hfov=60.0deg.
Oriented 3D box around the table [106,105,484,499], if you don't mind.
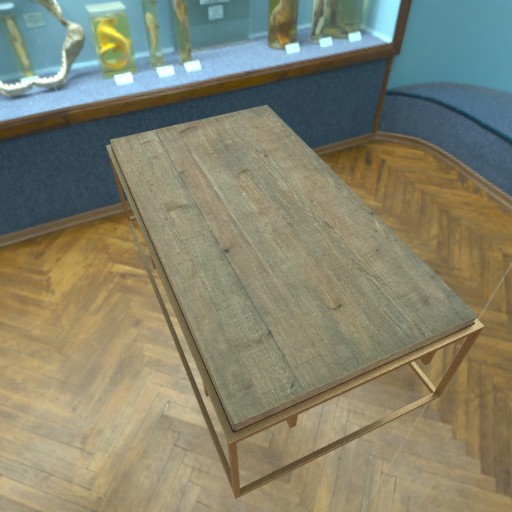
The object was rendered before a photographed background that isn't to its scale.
[{"bbox_3d":[0.000,0.000,1.712,0.775,0.468,1.387,-18,49,-17],"label":"table"}]
